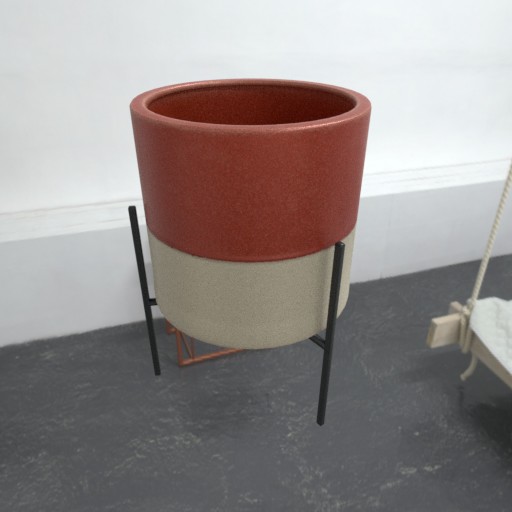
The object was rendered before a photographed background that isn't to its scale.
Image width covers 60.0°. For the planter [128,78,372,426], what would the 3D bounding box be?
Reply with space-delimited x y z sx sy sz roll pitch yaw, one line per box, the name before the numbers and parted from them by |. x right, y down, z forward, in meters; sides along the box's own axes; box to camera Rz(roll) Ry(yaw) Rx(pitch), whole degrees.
planter | 0.000 0.000 0.520 0.235 0.354 0.251 -22 37 -32
